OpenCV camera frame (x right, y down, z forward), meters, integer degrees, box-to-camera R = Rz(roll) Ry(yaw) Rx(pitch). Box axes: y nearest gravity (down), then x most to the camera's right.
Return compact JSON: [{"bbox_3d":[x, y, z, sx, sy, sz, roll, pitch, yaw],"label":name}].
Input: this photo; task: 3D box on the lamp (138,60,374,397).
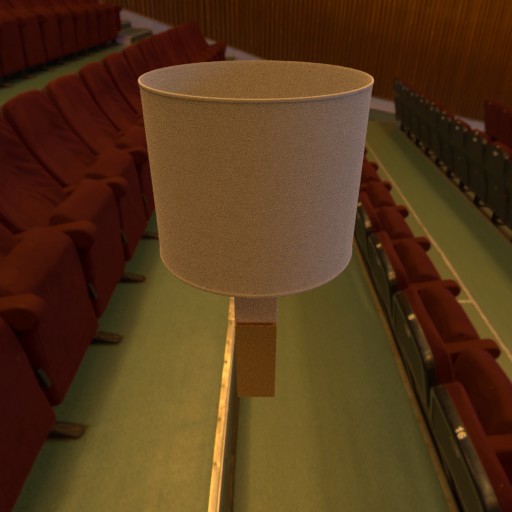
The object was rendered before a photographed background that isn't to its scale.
[{"bbox_3d":[0.000,0.000,0.547,0.229,0.417,0.229,0,31,0],"label":"lamp"}]
